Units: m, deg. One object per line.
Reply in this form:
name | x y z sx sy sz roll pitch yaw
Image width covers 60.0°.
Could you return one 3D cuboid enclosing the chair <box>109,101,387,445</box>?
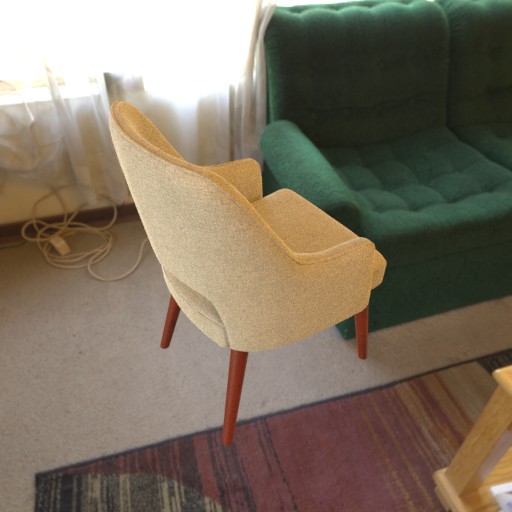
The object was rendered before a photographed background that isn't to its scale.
chair | 0.000 0.000 1.208 0.605 0.849 0.548 -24 45 -26
